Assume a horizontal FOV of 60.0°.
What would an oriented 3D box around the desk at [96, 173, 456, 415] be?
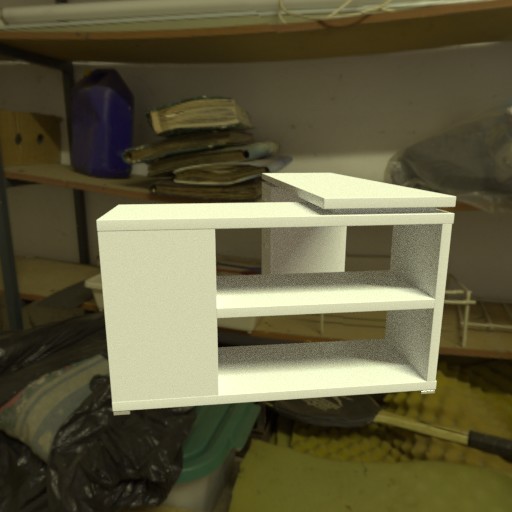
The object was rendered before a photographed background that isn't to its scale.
[{"bbox_3d":[0.000,0.000,2.274,1.200,0.753,1.524,-2,14,-7],"label":"desk"}]
